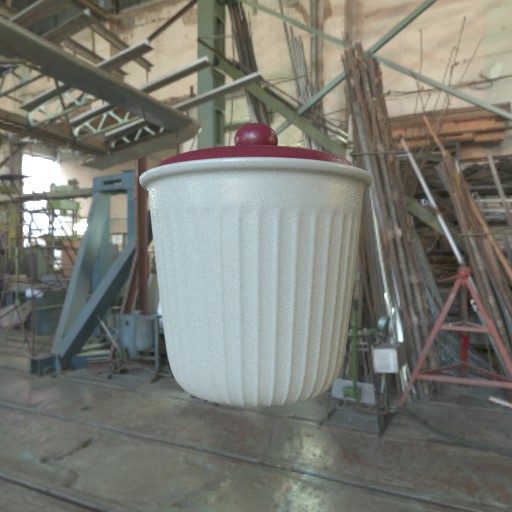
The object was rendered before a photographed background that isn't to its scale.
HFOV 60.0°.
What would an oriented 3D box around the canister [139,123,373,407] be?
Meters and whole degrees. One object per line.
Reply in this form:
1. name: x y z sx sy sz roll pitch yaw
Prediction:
1. canister: 0.000 0.000 0.355 0.181 0.211 0.181 0 0 0
